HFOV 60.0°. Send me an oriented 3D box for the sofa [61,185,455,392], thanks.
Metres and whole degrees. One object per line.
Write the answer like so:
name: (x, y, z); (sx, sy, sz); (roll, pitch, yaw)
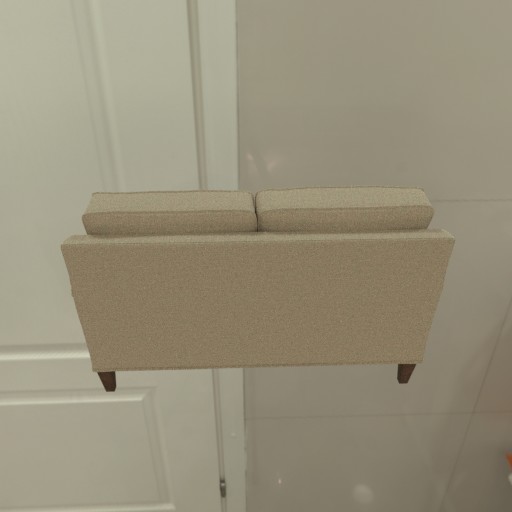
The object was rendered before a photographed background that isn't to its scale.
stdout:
sofa: (0.000, 0.000, 2.304); (1.597, 1.003, 1.084); (-1, 29, -2)
